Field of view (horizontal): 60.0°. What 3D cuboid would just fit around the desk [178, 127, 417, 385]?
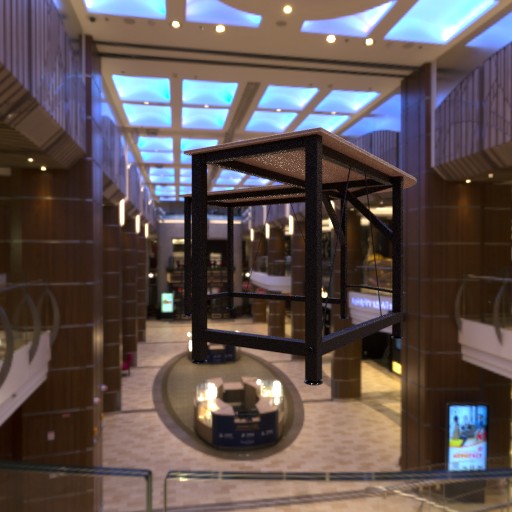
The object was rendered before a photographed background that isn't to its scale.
[{"bbox_3d":[0.000,0.000,2.261,1.400,0.762,1.400,0,0,34],"label":"desk"}]
